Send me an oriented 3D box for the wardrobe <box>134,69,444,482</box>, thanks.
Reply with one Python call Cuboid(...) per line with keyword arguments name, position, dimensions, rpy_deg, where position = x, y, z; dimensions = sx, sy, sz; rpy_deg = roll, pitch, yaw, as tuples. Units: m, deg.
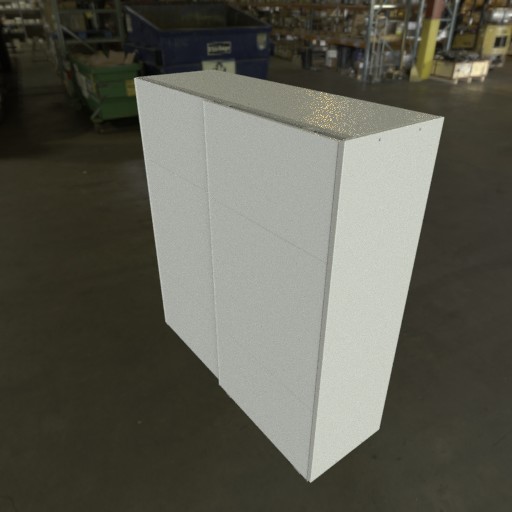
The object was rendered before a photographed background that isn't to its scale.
Cuboid(name="wardrobe", position=(0.000, 0.000, 2.791), dimensions=(0.629, 1.960, 1.780), rpy_deg=(-21, 36, -31))
